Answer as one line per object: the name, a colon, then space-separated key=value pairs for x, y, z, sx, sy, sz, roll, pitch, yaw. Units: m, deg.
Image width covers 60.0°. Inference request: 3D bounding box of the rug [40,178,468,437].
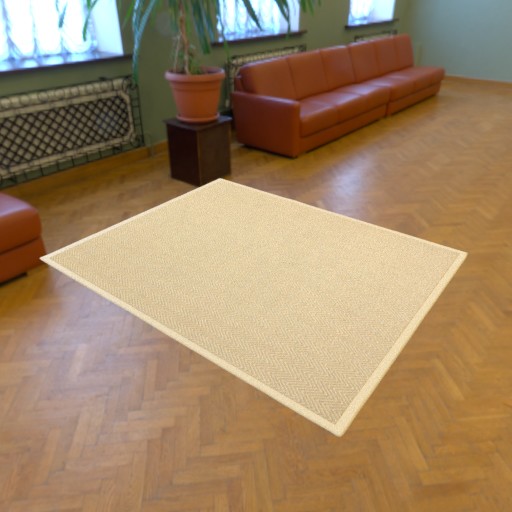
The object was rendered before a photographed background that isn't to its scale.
rug: x=0.000 y=0.000 z=3.981 sx=3.009 sy=0.019 sz=2.423 roll=22 pitch=38 yaw=31
